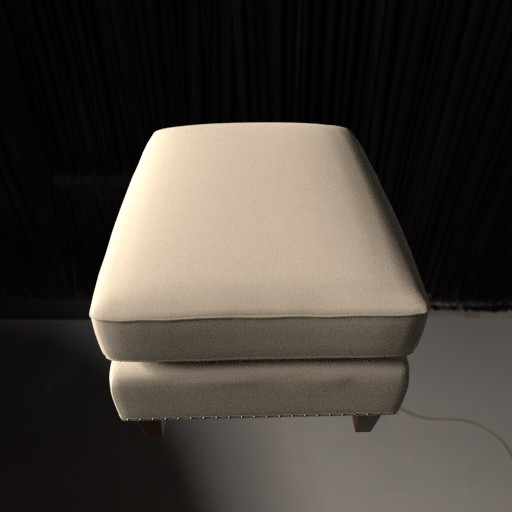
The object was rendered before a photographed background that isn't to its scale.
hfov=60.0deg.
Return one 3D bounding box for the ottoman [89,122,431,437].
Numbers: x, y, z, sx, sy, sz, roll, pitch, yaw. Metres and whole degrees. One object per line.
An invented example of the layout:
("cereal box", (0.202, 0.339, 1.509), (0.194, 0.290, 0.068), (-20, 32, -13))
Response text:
("ottoman", (0.000, 0.000, 1.114), (0.584, 0.513, 0.741), (-1, 40, -1))
